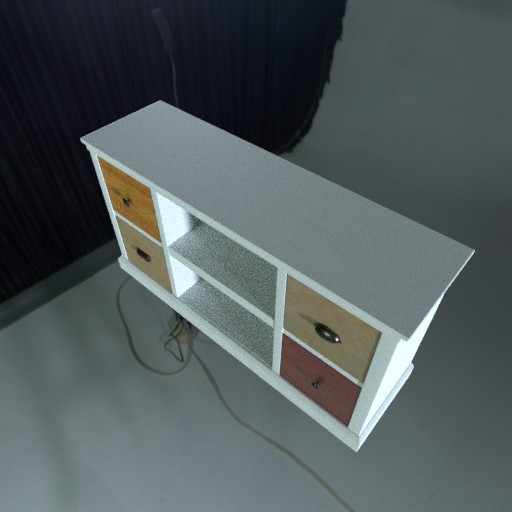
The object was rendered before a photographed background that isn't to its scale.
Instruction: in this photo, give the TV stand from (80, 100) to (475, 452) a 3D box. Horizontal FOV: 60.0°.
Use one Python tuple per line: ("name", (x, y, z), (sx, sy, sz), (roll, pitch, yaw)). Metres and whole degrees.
("TV stand", (0.000, 0.000, 1.517), (1.187, 0.624, 0.424), (32, 54, 27))
